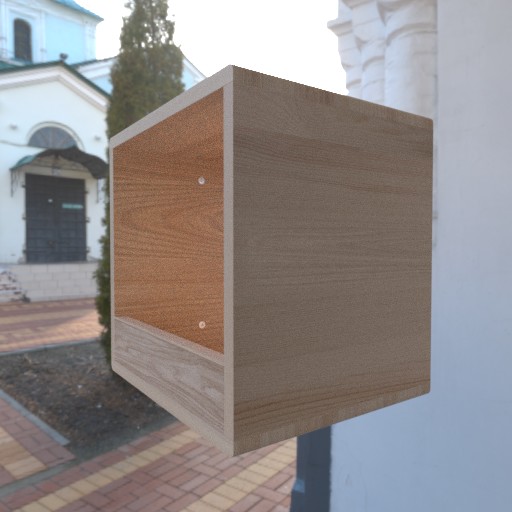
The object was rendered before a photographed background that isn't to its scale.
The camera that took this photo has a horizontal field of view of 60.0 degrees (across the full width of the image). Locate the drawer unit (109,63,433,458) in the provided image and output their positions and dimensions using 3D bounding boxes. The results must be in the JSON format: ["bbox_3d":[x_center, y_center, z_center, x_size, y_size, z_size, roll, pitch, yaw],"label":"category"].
[{"bbox_3d":[0.000,0.000,0.605,0.290,0.344,0.344,-1,2,-35],"label":"drawer unit"}]
